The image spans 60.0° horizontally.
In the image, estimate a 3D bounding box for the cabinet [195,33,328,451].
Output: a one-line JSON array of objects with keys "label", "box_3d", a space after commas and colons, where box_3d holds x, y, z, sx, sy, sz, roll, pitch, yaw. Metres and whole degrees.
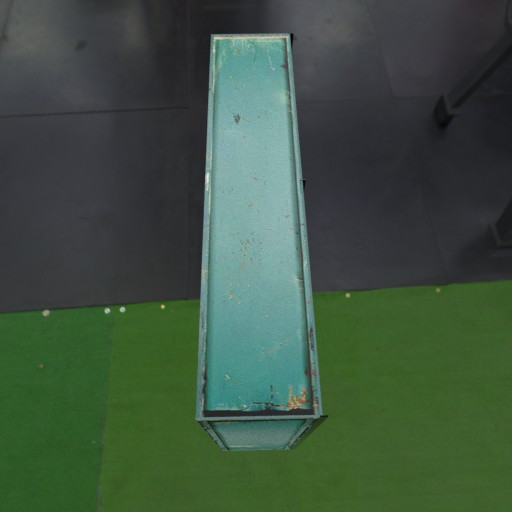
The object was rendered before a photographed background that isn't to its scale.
[{"label": "cabinet", "box_3d": [0.000, 0.000, 3.914, 0.680, 2.160, 3.001, -1, 62, -1]}]
